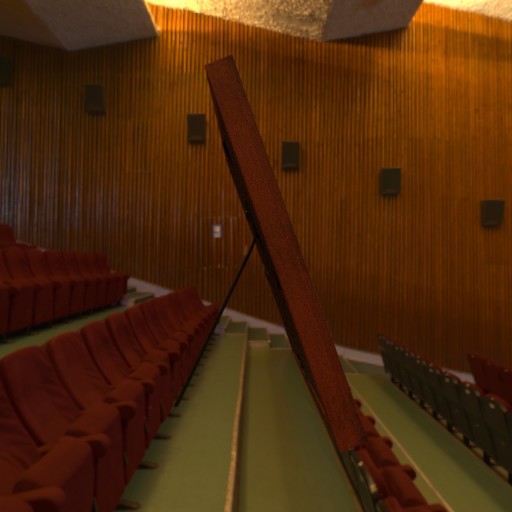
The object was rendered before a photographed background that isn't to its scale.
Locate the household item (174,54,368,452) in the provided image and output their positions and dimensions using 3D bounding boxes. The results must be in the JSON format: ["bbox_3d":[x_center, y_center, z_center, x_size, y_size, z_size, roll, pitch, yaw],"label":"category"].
[{"bbox_3d":[0.000,0.000,0.386,0.131,0.240,0.240,0,-1,-1],"label":"household item"}]
